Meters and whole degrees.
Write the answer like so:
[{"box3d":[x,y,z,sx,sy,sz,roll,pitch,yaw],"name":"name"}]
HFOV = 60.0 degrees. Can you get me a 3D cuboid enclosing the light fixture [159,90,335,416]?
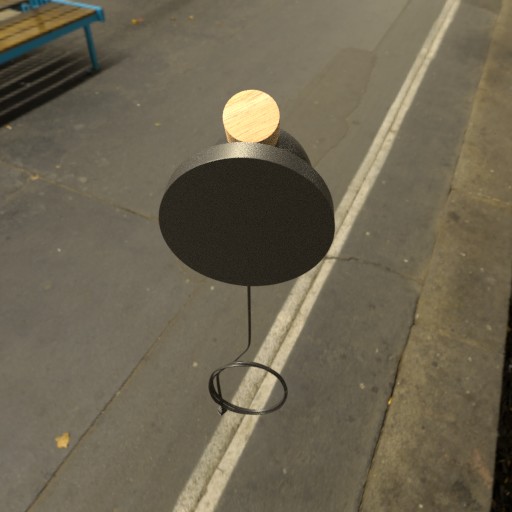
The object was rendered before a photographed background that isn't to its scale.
[{"box3d":[0.000,0.000,0.484,0.127,0.401,0.203,3,46,3],"name":"light fixture"}]
